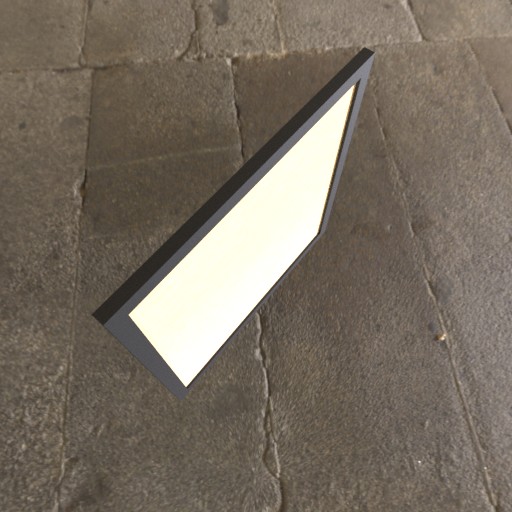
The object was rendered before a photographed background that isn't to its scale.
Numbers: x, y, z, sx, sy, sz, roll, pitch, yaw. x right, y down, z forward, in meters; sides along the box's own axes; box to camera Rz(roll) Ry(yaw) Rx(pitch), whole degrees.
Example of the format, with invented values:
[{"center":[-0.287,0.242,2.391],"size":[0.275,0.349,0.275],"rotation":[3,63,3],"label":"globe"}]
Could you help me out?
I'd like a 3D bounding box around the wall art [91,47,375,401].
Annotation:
[{"center":[0.000,0.000,0.533],"size":[0.013,0.356,0.356],"rotation":[36,69,16],"label":"wall art"}]
